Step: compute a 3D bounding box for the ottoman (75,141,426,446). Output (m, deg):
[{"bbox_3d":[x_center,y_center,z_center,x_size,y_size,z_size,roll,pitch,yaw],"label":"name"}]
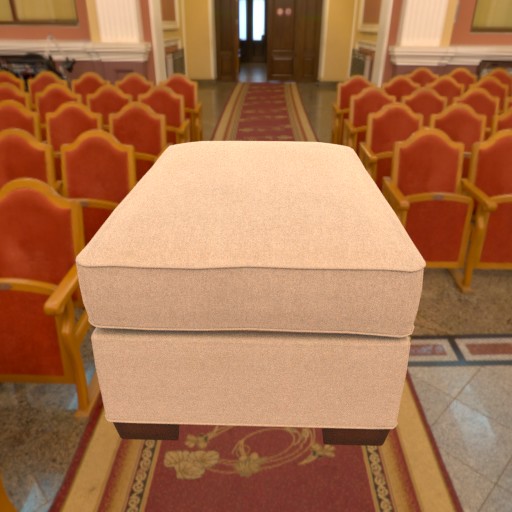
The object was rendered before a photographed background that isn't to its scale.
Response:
[{"bbox_3d":[0.000,0.000,1.206,0.617,0.503,0.846,1,28,2],"label":"ottoman"}]
